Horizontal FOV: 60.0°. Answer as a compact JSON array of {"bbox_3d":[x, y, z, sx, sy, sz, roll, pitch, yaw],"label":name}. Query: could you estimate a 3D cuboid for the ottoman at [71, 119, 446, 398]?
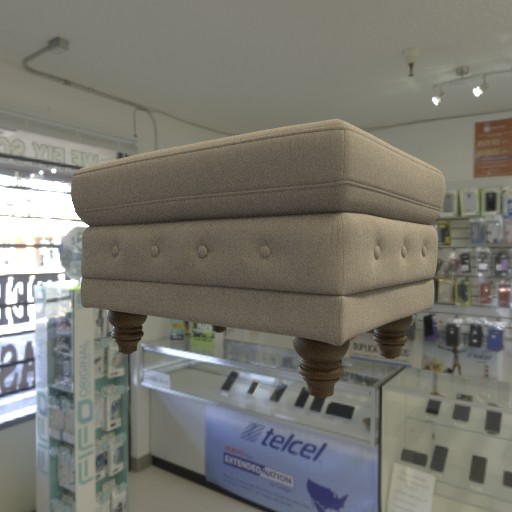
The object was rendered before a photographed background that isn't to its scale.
[{"bbox_3d":[0.000,0.000,1.113,0.771,0.500,0.569,1,1,37],"label":"ottoman"}]
